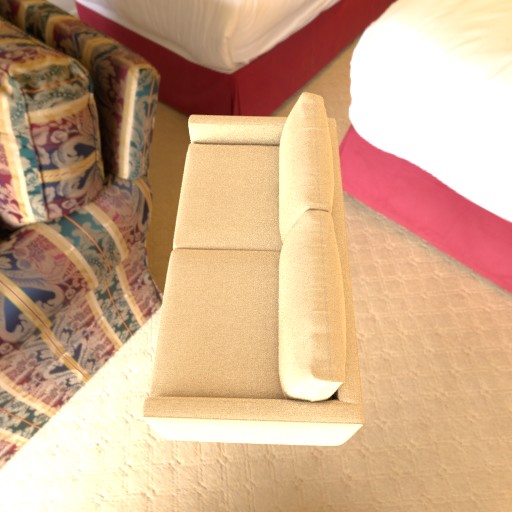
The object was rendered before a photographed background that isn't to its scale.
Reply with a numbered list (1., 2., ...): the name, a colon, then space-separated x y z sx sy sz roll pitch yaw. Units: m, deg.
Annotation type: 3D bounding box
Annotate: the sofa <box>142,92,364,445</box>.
1. sofa: 0.000 0.000 2.168 0.839 0.812 1.651 1 58 1
